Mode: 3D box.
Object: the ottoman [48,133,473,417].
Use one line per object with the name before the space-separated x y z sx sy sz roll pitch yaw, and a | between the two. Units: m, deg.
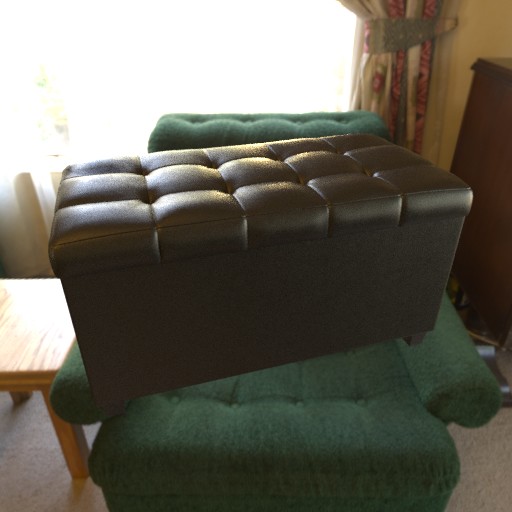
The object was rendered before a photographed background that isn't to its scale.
ottoman | 0.000 0.000 1.090 0.838 0.470 0.432 -9 32 -15
